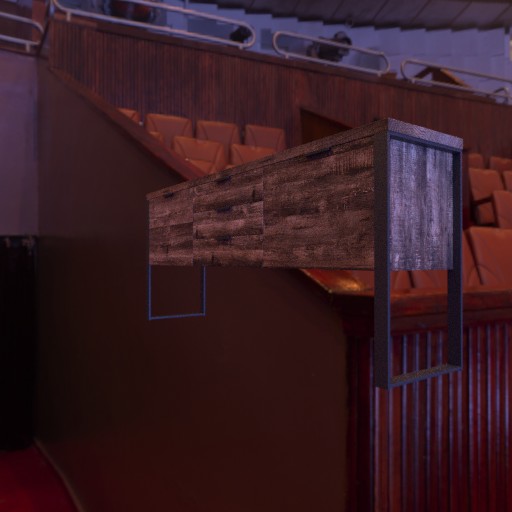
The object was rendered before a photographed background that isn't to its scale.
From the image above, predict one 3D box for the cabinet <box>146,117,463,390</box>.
[{"bbox_3d":[0.000,0.000,2.078,0.395,0.762,1.800,0,-1,-35],"label":"cabinet"}]
